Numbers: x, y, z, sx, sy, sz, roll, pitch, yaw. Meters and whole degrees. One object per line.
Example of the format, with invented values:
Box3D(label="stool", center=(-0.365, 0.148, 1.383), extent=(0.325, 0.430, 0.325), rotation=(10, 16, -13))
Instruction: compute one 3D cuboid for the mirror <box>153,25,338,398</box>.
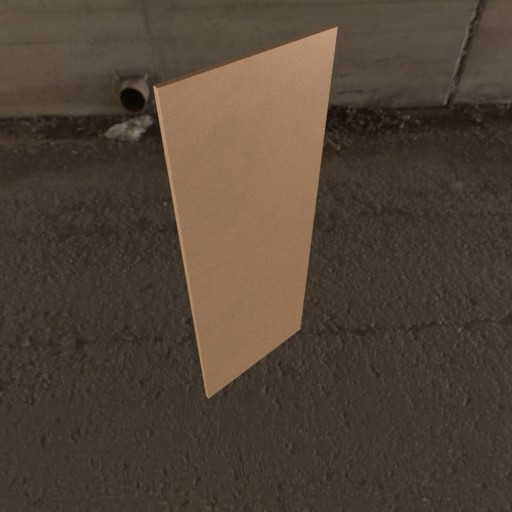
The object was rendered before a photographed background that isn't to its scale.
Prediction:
Box3D(label="mirror", center=(0.000, 0.000, 2.272), extent=(0.812, 2.031, 0.026), rotation=(-32, 54, -27))
